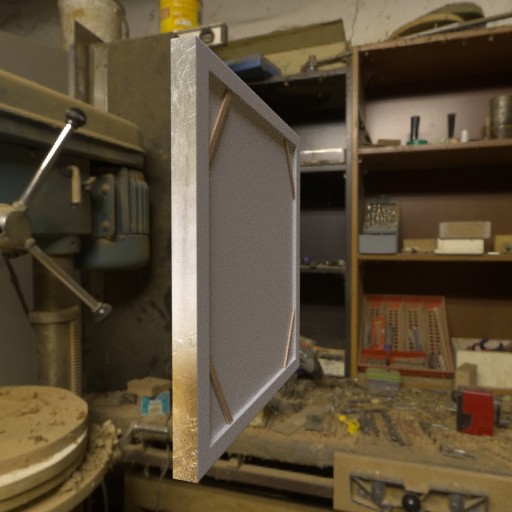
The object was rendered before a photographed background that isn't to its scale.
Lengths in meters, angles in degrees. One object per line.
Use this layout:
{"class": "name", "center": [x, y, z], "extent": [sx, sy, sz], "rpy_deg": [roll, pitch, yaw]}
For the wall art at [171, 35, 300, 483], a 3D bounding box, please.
{"class": "wall art", "center": [0.000, 0.000, 0.897], "extent": [0.038, 0.610, 0.610], "rpy_deg": [1, 2, 19]}
